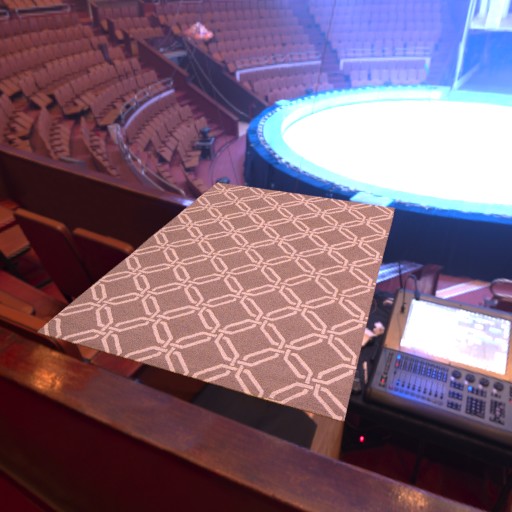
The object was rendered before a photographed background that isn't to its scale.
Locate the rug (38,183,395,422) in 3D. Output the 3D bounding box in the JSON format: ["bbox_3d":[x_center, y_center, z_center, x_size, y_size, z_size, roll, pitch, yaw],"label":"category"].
[{"bbox_3d":[0.000,0.000,4.514,2.441,0.020,3.419,11,32,17],"label":"rug"}]
